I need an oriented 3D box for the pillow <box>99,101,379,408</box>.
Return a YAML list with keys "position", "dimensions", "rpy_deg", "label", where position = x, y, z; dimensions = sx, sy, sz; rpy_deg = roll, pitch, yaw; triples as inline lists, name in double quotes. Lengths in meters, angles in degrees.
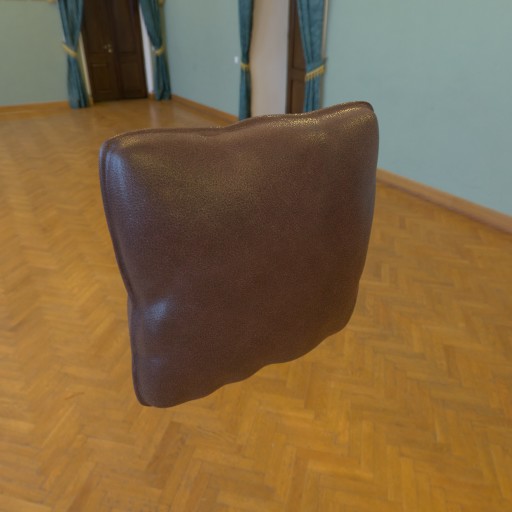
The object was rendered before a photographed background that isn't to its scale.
- position: [0.000, 0.000, 0.838]
  dimensions: [0.532, 0.523, 0.236]
  rpy_deg: [-17, 33, -28]
  label: "pillow"
